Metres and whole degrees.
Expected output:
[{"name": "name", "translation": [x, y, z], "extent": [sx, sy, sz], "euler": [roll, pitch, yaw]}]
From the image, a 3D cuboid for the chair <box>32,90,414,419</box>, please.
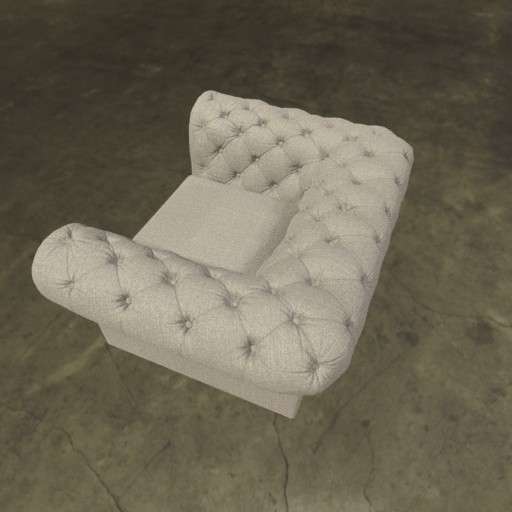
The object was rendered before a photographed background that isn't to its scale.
[{"name": "chair", "translation": [0.000, 0.000, 1.810], "extent": [0.976, 0.770, 1.270], "euler": [17, 49, 16]}]
